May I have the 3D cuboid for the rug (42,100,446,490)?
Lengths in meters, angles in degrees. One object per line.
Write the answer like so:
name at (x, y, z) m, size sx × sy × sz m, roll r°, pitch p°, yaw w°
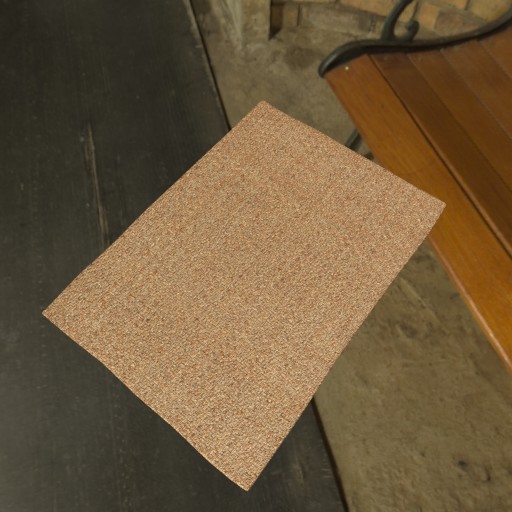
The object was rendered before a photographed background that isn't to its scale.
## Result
rug at (0.000, 0.000, 2.767) m, size 1.566 × 0.013 × 2.141 m, roll 34°, pitch 69°, yaw 15°
